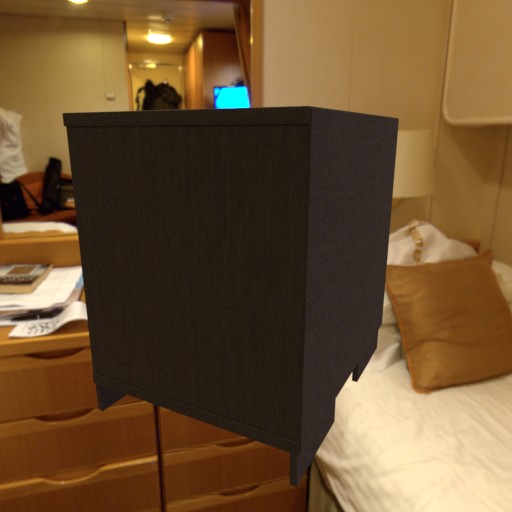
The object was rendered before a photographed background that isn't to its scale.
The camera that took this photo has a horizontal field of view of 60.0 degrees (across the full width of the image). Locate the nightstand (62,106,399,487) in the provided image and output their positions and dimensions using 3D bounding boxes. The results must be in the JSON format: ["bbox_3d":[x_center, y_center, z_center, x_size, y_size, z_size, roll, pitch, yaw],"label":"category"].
[{"bbox_3d":[0.000,0.000,0.742,0.347,0.448,0.427,8,18,27],"label":"nightstand"}]
